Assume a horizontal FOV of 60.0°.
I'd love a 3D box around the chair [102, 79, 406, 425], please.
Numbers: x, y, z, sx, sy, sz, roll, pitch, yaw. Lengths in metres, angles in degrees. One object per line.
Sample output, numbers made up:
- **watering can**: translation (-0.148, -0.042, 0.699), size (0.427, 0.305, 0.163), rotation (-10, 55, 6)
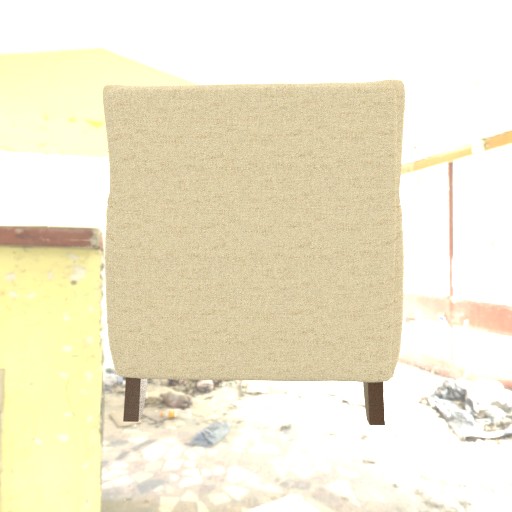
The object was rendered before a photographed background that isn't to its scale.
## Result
- **chair**: translation (0.000, 0.000, 1.565), size (0.870, 0.943, 0.823), rotation (0, 0, 2)
